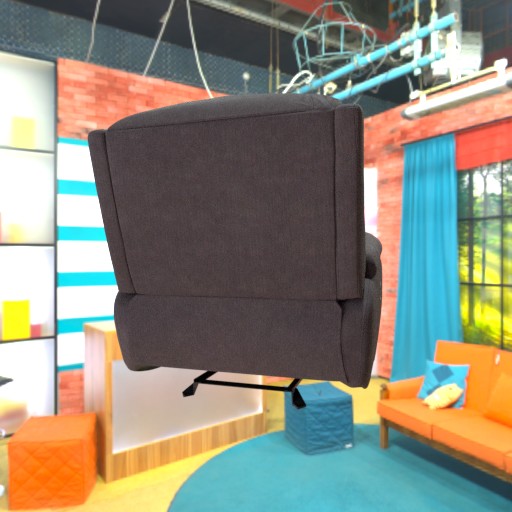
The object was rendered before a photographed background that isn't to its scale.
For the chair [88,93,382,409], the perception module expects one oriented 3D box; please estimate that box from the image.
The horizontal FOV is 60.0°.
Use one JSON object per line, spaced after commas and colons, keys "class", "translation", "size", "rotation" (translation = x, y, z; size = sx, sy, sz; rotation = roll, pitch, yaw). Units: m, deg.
{"class": "chair", "translation": [0.000, 0.000, 1.715], "size": [0.930, 1.011, 0.899], "rotation": [0, 0, 18]}
